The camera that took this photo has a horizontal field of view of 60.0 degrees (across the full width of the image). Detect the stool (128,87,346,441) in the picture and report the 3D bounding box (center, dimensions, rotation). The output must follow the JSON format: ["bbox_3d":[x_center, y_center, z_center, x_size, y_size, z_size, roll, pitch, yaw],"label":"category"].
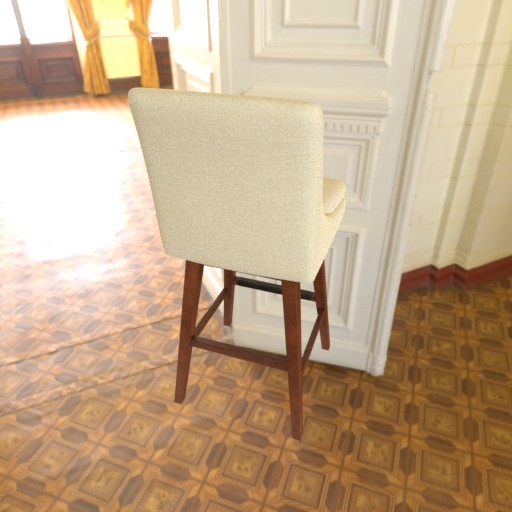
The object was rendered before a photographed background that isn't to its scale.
[{"bbox_3d":[0.000,0.000,1.417,0.470,1.097,0.559,11,33,17],"label":"stool"}]
